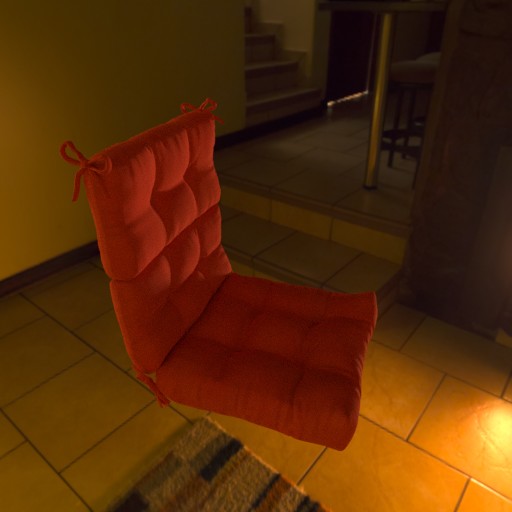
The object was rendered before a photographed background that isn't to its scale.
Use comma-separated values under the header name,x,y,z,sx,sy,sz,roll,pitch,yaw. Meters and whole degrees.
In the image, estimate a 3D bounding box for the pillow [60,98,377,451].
name,x,y,z,sx,sy,sz,roll,pitch,yaw
pillow,0.000,0.000,1.022,0.571,0.605,0.519,10,31,17
